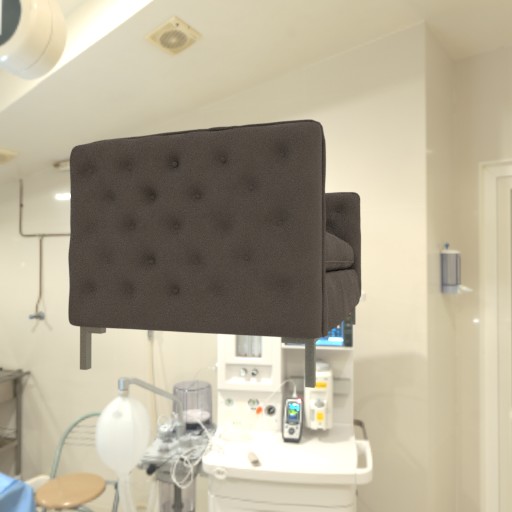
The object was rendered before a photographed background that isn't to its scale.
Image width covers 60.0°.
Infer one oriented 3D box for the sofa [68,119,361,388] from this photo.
[{"bbox_3d":[0.000,0.000,2.138,0.909,0.810,1.583,0,-1,17],"label":"sofa"}]
